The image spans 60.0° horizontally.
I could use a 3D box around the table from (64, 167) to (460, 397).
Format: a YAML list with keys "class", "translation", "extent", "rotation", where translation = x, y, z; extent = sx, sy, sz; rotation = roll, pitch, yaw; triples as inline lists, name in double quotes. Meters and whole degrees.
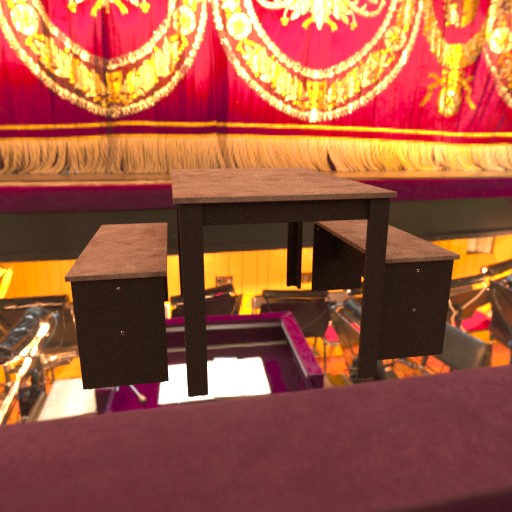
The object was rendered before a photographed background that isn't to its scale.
- class: "table"
  translation: [0.000, 0.000, 2.012]
  extent: [1.443, 0.700, 1.100]
  rotation: [-3, 16, -10]
